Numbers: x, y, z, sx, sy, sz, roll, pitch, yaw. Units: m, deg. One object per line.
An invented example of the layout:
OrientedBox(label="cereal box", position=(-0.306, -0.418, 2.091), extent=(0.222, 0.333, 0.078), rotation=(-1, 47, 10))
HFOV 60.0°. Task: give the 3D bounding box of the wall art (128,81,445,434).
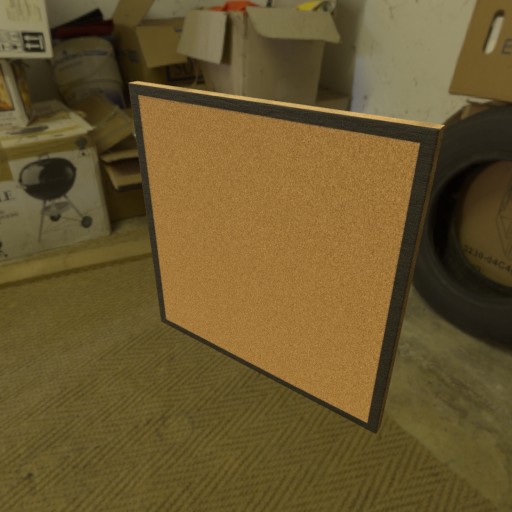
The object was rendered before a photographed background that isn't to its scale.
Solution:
OrientedBox(label="wall art", position=(0.000, 0.000, 1.020), extent=(0.695, 0.691, 0.029), rotation=(20, 36, 30))
